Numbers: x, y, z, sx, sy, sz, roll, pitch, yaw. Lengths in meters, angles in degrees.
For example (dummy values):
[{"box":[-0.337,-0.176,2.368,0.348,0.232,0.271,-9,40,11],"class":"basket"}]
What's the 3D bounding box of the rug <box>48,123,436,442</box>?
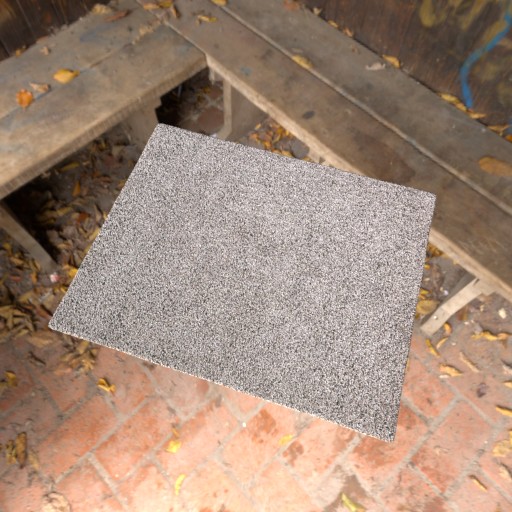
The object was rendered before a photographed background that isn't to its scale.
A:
[{"box":[0.000,0.000,4.172,3.047,0.029,2.438,16,65,8],"class":"rug"}]
